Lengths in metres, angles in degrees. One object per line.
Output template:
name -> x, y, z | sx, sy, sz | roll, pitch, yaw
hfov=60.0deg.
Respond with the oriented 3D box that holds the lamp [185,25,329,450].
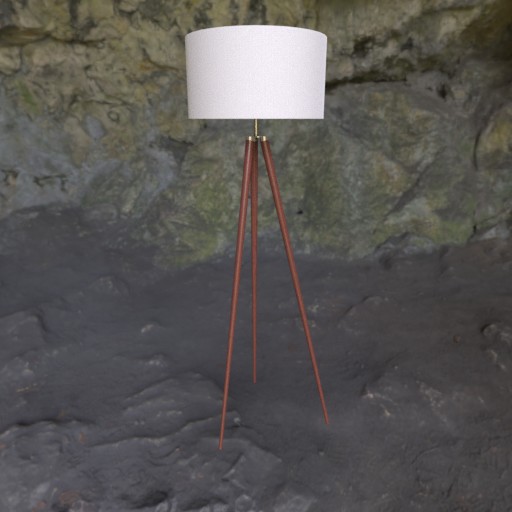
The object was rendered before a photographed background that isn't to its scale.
lamp -> 0.000, 0.000, 1.748 | 0.483, 1.553, 0.483 | -16, 23, -42
